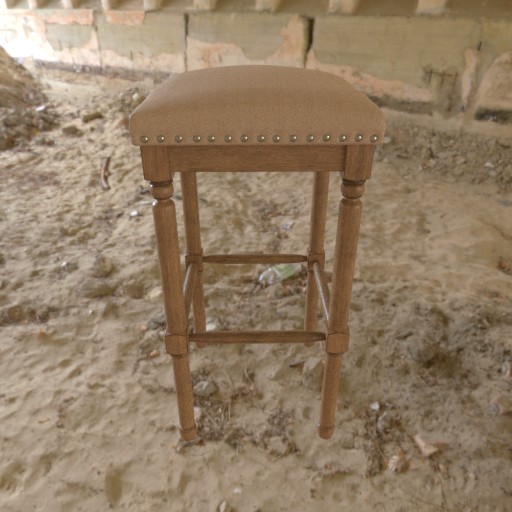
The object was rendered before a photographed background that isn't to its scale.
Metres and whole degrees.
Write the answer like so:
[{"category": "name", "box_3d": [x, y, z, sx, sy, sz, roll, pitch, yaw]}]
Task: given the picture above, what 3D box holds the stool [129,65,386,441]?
[{"category": "stool", "box_3d": [0.000, 0.000, 0.972, 0.383, 0.768, 0.382, 0, 29, -1]}]
